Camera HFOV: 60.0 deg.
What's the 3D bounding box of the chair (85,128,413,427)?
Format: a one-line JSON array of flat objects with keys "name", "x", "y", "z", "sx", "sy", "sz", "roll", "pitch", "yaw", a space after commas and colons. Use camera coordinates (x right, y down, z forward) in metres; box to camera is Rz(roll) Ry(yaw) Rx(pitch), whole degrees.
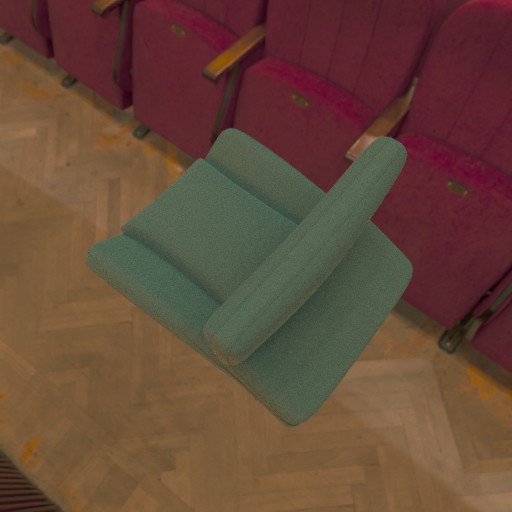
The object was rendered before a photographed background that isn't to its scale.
[{"name": "chair", "x": 0.000, "y": 0.000, "z": 1.648, "sx": 1.008, "sy": 0.855, "sz": 0.859, "roll": 36, "pitch": 68, "yaw": 17}]
